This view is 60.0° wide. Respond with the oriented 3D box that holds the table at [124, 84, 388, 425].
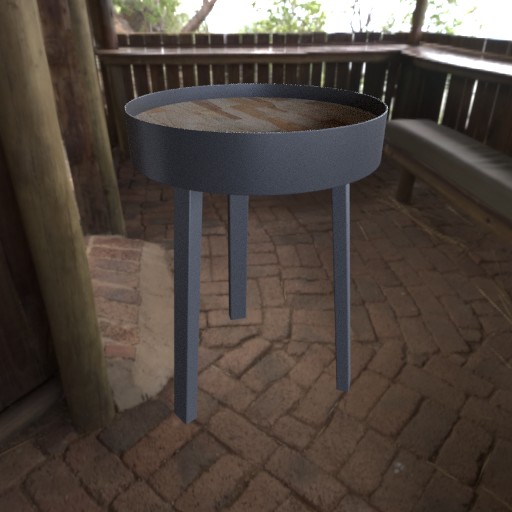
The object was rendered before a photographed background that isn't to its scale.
[{"bbox_3d":[0.000,0.000,0.840,0.406,0.559,0.406,0,29,0],"label":"table"}]
